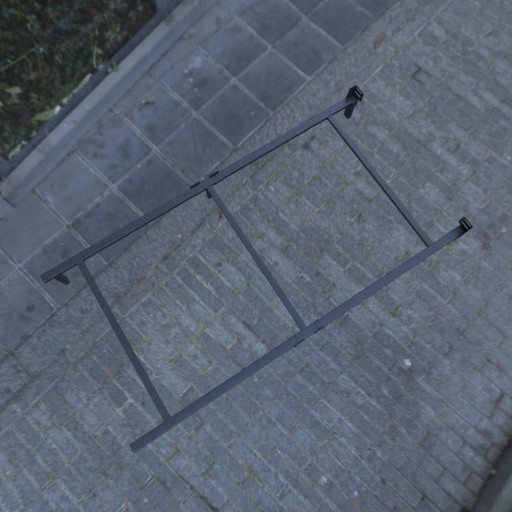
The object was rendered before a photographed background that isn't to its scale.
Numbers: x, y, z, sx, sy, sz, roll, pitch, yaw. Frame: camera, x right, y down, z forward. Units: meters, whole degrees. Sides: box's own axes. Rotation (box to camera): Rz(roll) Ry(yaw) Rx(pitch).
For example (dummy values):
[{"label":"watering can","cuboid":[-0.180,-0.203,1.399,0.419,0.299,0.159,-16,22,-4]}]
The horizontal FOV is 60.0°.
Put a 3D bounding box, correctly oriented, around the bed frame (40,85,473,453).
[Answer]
[{"label":"bed frame","cuboid":[0.000,0.000,2.243,1.897,0.248,0.968,-32,77,-8]}]
